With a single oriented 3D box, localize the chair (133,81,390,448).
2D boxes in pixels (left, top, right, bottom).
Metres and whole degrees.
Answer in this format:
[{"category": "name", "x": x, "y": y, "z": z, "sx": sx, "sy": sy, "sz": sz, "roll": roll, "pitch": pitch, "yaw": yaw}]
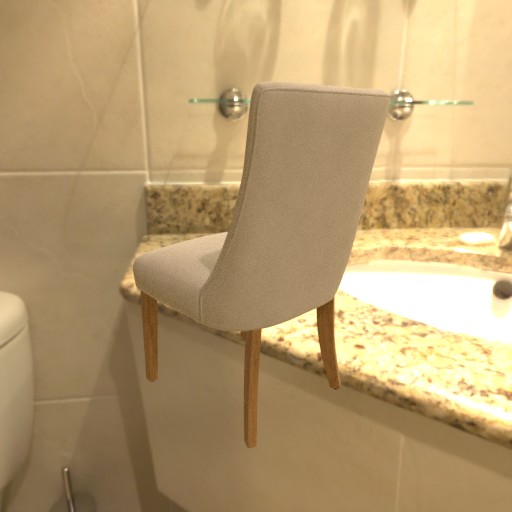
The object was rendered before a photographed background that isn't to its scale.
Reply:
[{"category": "chair", "x": 0.000, "y": 0.000, "z": 1.291, "sx": 0.495, "sy": 0.902, "sz": 0.610, "roll": -16, "pitch": 23, "yaw": -42}]
